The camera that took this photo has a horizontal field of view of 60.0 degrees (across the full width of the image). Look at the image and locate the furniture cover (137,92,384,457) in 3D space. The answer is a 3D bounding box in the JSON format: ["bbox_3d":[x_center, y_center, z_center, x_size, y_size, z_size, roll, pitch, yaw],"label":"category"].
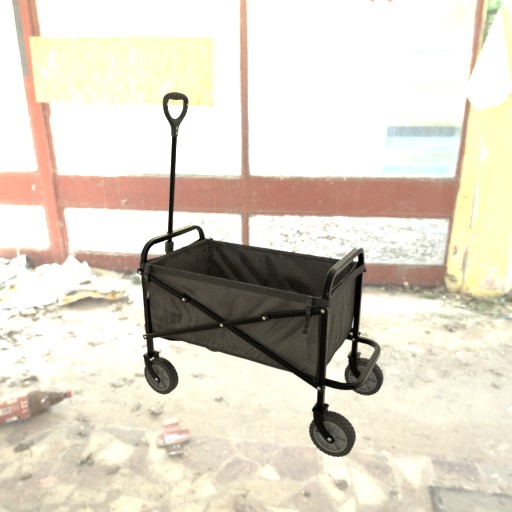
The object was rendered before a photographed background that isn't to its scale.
[{"bbox_3d":[0.000,0.000,1.841,1.038,1.295,0.532,9,20,27],"label":"furniture cover"}]
